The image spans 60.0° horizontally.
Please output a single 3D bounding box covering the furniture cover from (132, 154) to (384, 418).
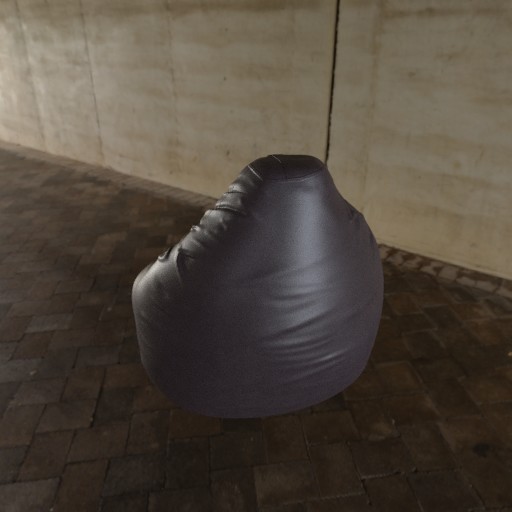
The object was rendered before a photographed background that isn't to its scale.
[{"bbox_3d":[0.000,0.000,1.904,1.070,0.990,1.070,-9,28,-18],"label":"furniture cover"}]
